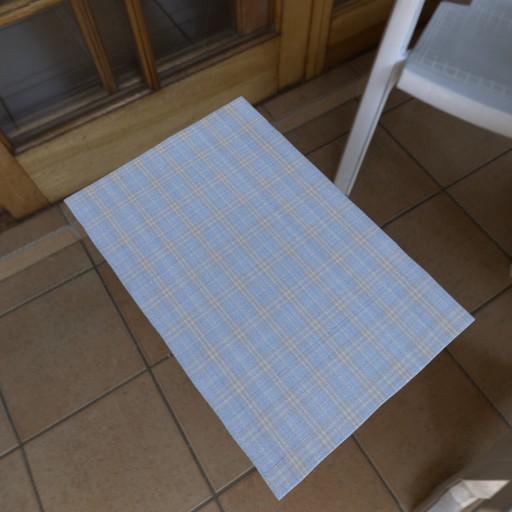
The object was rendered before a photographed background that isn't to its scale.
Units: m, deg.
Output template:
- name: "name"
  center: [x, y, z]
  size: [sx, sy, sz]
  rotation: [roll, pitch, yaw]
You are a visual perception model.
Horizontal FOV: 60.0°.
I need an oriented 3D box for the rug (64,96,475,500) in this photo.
- name: "rug"
  center: [0.000, 0.000, 2.263]
  size: [1.231, 0.012, 1.835]
  rotation: [-36, 70, -16]
